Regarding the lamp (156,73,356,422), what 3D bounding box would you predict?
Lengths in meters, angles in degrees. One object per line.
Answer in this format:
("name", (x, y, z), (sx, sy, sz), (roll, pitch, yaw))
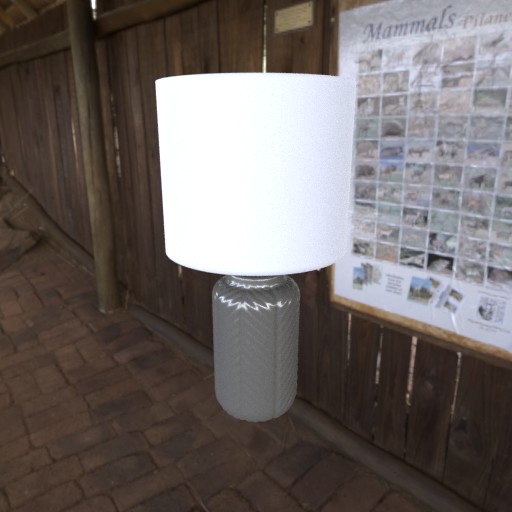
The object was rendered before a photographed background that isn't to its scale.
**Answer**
("lamp", (0.000, 0.000, 0.512), (0.203, 0.389, 0.203), (9, 19, 27))
